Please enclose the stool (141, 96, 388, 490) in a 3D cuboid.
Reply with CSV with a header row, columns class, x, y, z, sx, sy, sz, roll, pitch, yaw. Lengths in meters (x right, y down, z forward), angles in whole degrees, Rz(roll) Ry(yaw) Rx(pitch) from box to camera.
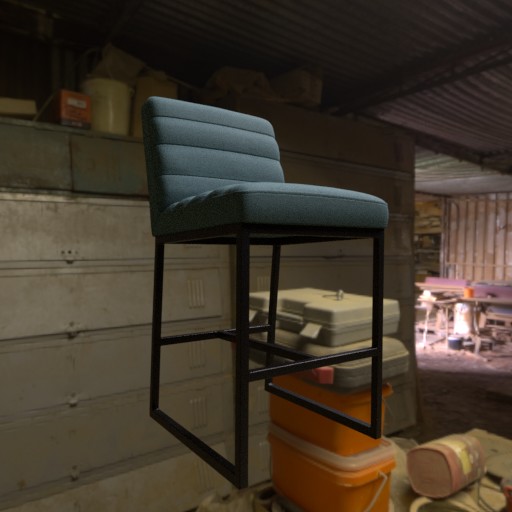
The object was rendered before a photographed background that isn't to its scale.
class,x,y,z,sx,sy,sz,roll,pitch,yaw
stool,0.000,0.000,1.225,0.460,0.940,0.560,-1,1,-35
